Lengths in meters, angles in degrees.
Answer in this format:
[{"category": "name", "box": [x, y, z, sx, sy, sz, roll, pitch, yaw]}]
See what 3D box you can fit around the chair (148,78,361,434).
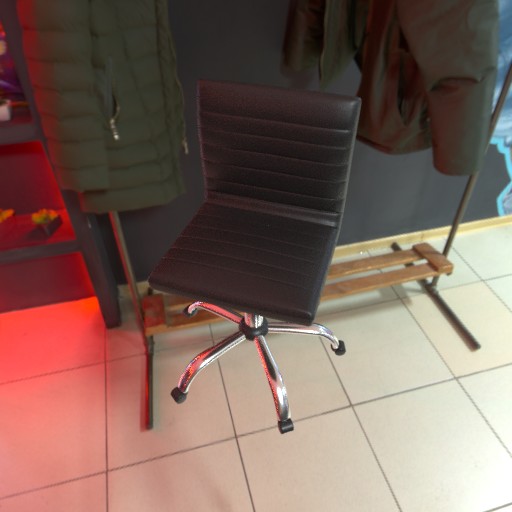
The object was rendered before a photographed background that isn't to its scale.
[{"category": "chair", "box": [0.000, 0.000, 1.161, 0.556, 0.780, 0.530, 12, 43, 13]}]
